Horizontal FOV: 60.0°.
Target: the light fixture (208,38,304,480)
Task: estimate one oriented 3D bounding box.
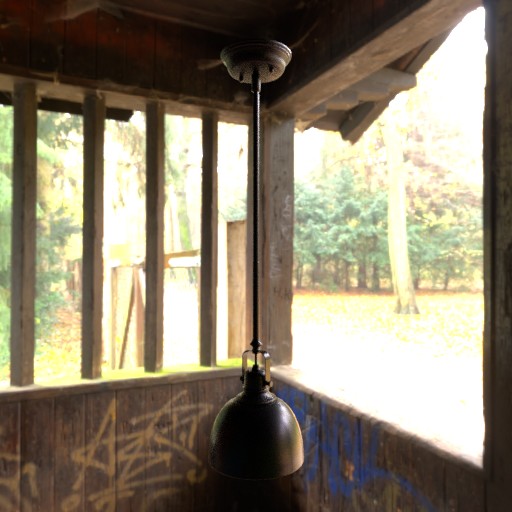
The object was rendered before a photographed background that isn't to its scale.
[{"bbox_3d":[0.000,0.000,0.848,0.182,0.768,0.182,0,-1,36],"label":"light fixture"}]
